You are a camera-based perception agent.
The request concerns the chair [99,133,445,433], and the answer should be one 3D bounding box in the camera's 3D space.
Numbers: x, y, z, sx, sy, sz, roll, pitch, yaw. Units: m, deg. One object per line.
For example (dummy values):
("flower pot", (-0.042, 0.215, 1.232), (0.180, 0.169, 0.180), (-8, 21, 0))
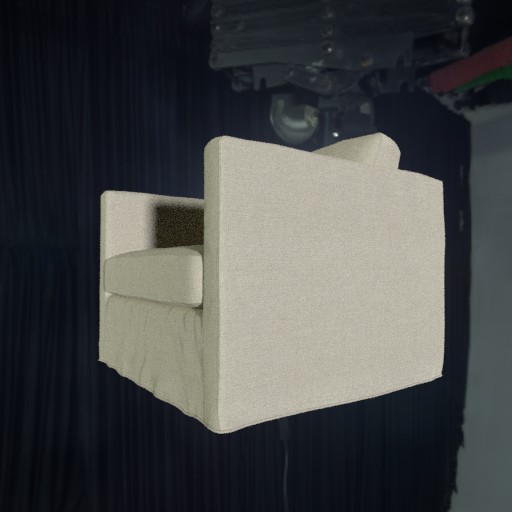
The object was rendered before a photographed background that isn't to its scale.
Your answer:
("chair", (0.000, 0.000, 1.725), (0.949, 0.867, 1.057), (1, -2, -35))
